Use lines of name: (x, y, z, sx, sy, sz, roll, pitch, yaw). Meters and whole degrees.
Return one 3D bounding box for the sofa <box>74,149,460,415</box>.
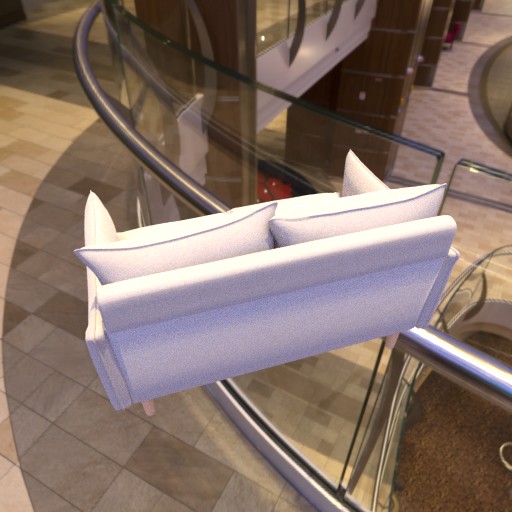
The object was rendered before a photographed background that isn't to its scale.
sofa: (0.000, 0.000, 1.827, 1.300, 0.840, 0.820, -12, 42, -13)
